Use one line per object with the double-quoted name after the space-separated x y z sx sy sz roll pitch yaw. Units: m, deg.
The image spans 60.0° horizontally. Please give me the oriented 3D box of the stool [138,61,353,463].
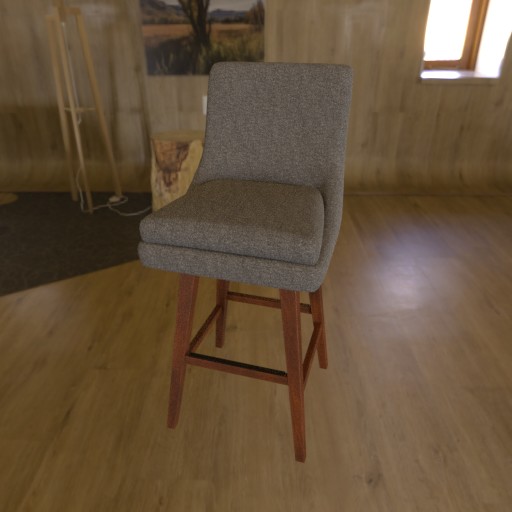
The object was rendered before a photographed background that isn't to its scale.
0.000 0.000 1.369 0.489 1.068 0.572 8 28 15 "stool"
